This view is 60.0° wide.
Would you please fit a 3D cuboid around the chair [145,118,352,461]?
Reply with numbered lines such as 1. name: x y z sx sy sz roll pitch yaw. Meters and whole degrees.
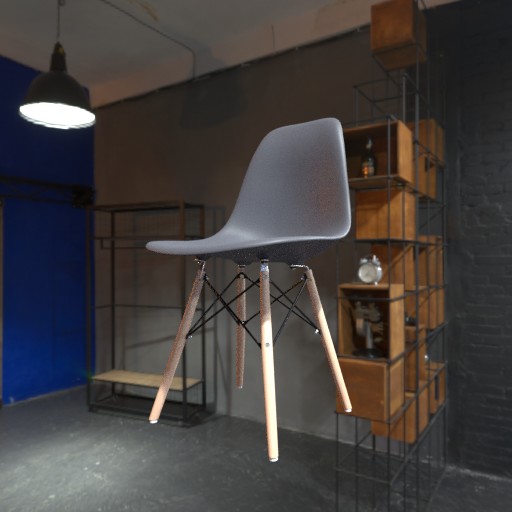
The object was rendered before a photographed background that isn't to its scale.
1. chair: 0.000 0.000 1.154 0.470 0.826 0.533 0 0 35
